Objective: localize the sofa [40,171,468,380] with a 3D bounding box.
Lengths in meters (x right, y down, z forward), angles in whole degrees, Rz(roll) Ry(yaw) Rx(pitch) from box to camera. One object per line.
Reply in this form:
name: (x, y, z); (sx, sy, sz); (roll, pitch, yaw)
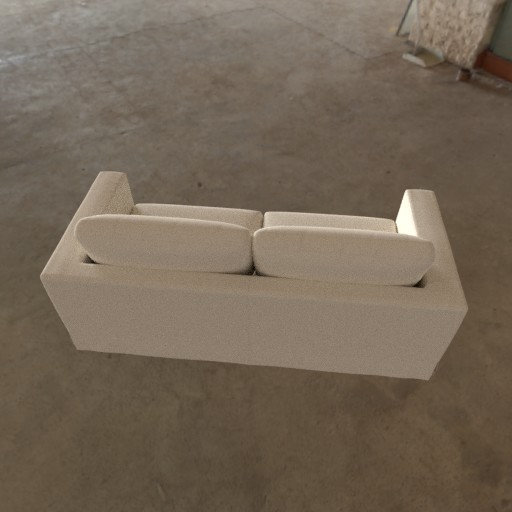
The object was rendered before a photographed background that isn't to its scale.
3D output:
sofa: (0.000, 0.000, 2.651); (2.163, 0.881, 0.954); (4, 46, 4)
